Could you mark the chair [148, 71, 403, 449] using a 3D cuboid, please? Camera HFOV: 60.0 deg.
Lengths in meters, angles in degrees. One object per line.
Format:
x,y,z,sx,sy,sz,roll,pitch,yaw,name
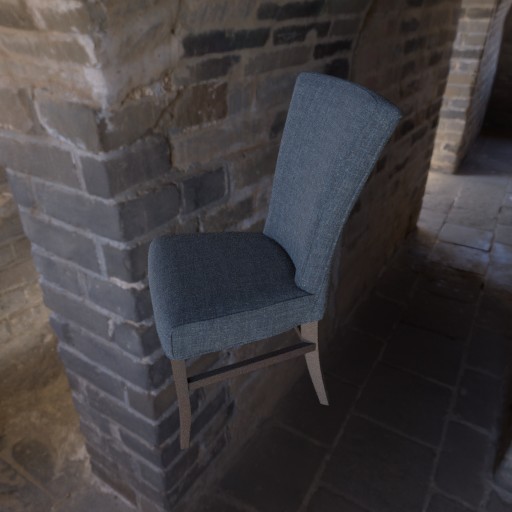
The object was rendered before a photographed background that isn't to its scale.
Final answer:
0.000,0.000,1.373,0.660,0.991,0.520,-8,31,-14,chair
